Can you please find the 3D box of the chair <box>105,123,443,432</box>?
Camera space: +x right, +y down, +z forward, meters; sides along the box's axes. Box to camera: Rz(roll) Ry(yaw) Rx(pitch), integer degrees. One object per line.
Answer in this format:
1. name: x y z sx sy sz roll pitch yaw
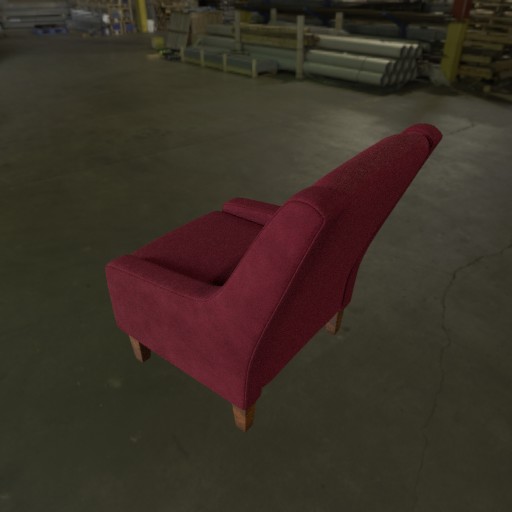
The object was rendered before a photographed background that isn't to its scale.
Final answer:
1. chair: 0.000 0.000 1.718 0.985 1.017 0.793 22 38 31
